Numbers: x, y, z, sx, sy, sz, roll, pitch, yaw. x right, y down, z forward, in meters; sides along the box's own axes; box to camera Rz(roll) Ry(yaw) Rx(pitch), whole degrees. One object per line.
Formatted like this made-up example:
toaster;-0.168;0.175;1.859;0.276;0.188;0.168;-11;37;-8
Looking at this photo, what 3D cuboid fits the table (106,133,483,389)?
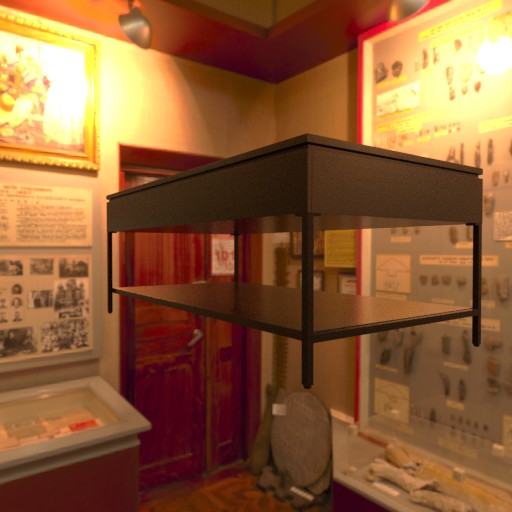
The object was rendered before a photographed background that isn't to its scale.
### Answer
table;0.000;0.000;1.359;0.574;0.435;1.095;-1;1;-36
